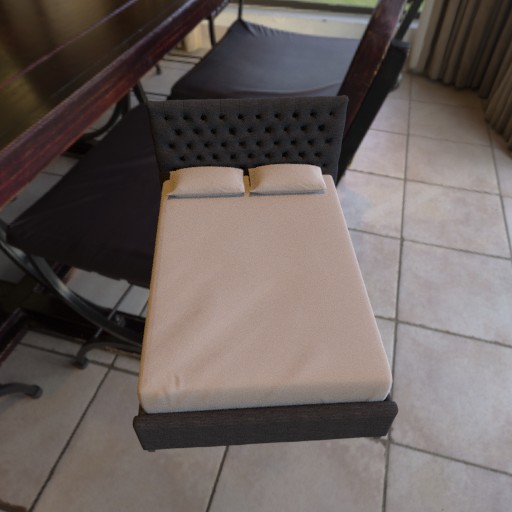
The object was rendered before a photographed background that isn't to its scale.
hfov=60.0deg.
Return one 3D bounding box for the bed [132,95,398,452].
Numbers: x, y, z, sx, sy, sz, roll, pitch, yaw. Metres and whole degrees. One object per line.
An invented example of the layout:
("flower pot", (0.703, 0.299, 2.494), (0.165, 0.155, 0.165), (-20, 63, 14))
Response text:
("bed", (0.000, 0.000, 3.405), (1.698, 1.427, 2.387), (-2, 46, -2))
